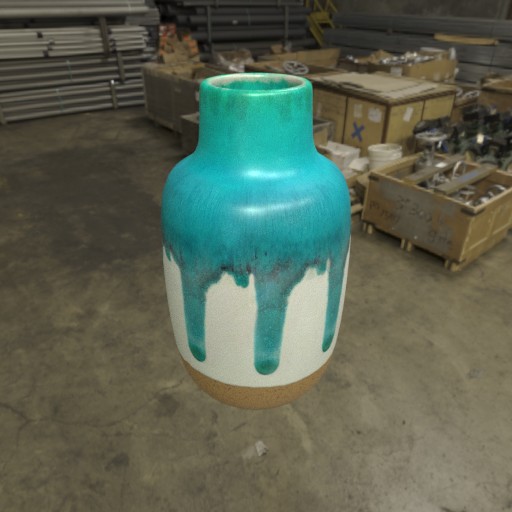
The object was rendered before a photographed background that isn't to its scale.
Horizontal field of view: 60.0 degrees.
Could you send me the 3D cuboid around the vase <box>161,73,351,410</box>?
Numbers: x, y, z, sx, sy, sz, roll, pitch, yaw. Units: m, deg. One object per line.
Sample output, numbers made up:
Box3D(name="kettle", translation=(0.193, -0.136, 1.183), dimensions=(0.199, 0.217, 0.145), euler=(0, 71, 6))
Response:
Box3D(name="vase", translation=(0.000, 0.000, 0.257), dimensions=(0.106, 0.192, 0.106), euler=(0, 31, 0))
